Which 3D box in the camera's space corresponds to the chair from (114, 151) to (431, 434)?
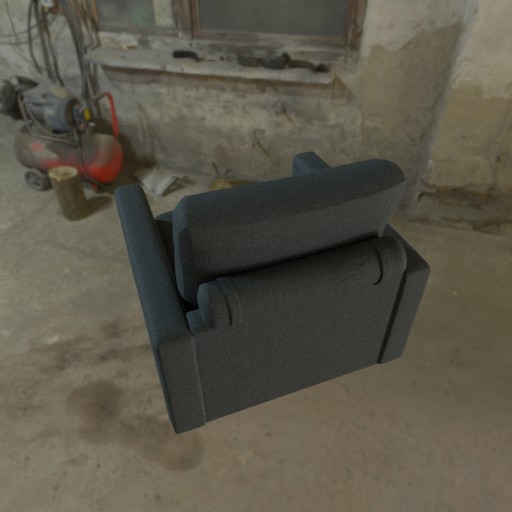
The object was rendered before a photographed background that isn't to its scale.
[{"bbox_3d":[0.000,0.000,1.530,0.821,0.880,0.843,-14,42,-16],"label":"chair"}]
